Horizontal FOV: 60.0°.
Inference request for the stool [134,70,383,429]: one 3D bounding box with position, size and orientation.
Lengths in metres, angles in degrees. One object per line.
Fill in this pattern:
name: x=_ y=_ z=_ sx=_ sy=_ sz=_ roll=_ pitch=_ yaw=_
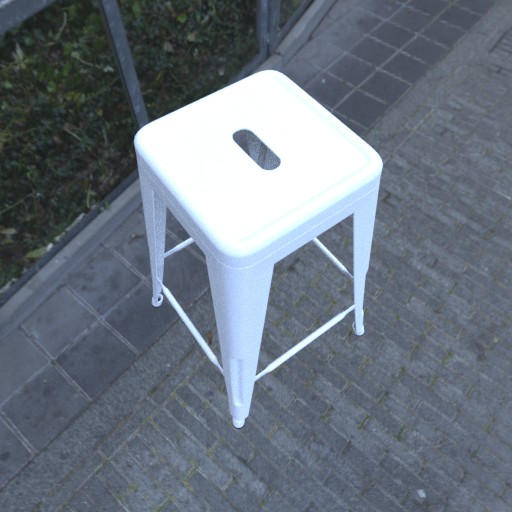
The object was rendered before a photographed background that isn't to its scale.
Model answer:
stool: x=0.000 y=0.000 z=0.901 sx=0.406 sy=0.610 sz=0.406 roll=-32 pitch=64 yaw=-18
